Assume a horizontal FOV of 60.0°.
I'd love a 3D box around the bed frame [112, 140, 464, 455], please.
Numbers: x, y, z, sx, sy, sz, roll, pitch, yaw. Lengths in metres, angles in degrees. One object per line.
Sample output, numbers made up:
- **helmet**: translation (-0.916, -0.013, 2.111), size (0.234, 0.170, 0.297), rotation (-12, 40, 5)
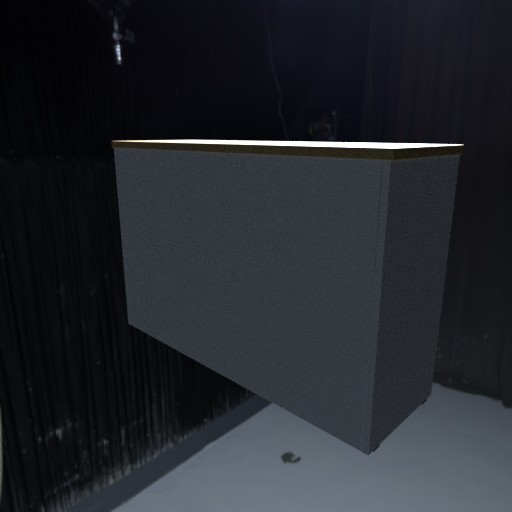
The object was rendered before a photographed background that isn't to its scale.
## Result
- **bed frame**: translation (0.000, 0.000, 1.713), size (1.300, 0.850, 0.430), rotation (15, 21, 42)
